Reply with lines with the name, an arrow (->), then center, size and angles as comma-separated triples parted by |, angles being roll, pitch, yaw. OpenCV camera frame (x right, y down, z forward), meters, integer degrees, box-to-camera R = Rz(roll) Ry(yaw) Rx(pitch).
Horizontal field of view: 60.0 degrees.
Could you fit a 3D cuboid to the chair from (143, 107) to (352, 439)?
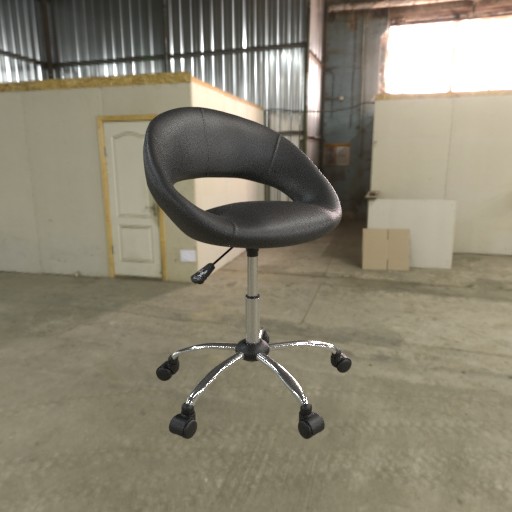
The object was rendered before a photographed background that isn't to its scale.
chair -> 0.000, 0.000, 1.193 | 0.538, 0.791, 0.612 | 13, 18, 43
